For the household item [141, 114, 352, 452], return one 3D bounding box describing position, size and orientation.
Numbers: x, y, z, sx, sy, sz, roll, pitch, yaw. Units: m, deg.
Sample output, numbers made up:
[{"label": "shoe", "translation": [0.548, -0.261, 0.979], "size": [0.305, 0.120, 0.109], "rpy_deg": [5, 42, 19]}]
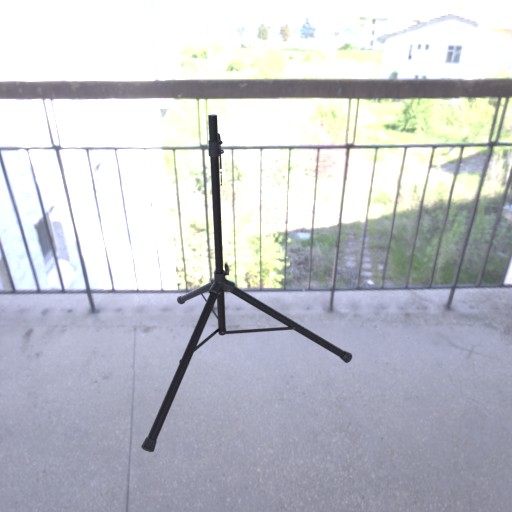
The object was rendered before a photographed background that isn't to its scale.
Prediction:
[{"label": "household item", "translation": [0.000, 0.000, 1.843], "size": [0.907, 1.136, 1.045], "rpy_deg": [0, 28, 0]}]
